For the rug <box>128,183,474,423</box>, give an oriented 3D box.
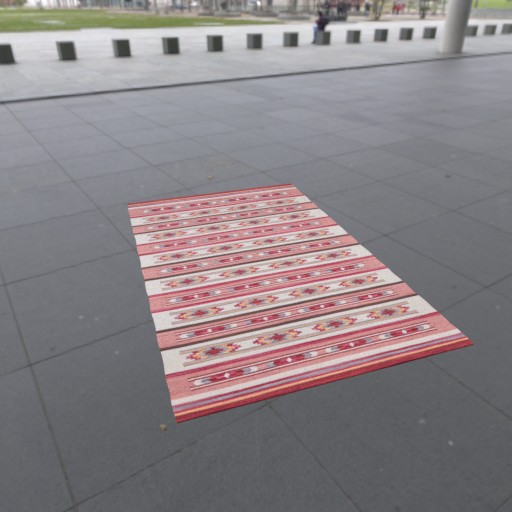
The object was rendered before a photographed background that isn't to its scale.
[{"bbox_3d":[0.000,0.000,3.049,1.535,0.010,2.431,-10,31,-16],"label":"rug"}]
